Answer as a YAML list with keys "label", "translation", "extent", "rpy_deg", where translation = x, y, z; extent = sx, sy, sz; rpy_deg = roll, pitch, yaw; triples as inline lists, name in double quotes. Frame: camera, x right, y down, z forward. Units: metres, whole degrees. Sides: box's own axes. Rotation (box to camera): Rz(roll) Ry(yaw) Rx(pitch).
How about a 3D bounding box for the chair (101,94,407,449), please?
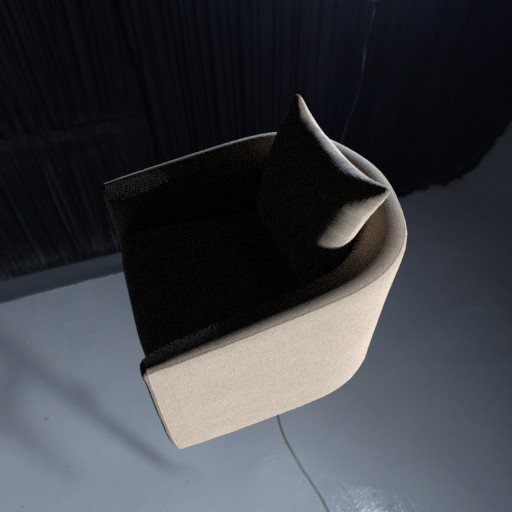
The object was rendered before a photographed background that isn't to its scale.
- label: "chair"
  translation: [0.000, 0.000, 1.567]
  extent: [0.910, 0.848, 0.845]
  rpy_deg: [-15, 49, -14]
